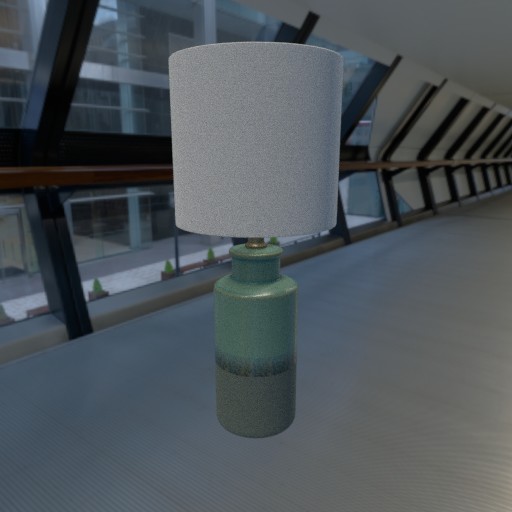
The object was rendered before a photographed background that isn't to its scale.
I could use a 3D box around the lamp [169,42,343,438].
[{"bbox_3d":[0.000,0.000,0.605,0.212,0.493,0.212,-2,14,-8],"label":"lamp"}]
